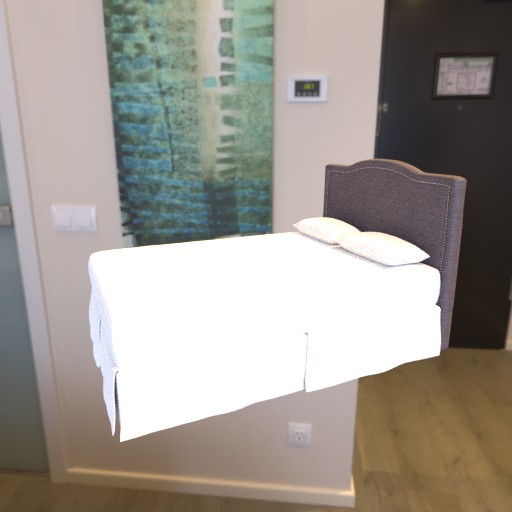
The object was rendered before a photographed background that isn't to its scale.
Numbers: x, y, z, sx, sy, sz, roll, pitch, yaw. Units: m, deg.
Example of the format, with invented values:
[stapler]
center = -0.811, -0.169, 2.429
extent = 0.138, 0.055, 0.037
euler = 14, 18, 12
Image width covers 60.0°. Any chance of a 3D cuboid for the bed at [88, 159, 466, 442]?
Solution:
[bed]
center = 0.000, 0.000, 3.485
extent = 2.507, 1.441, 1.741
euler = -7, 17, -23
